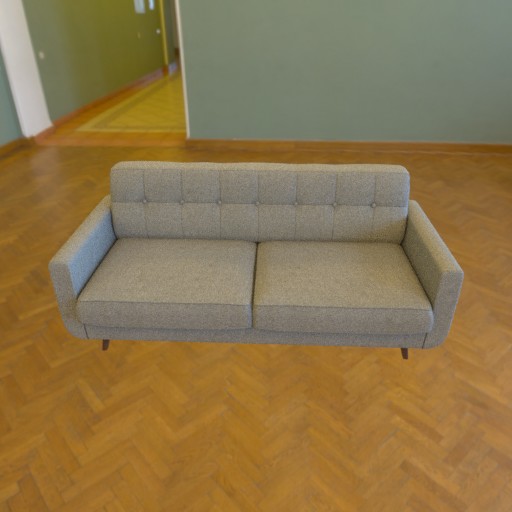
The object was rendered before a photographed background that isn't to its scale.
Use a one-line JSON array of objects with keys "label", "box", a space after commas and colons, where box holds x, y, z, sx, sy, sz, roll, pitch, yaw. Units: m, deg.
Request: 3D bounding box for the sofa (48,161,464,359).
[{"label": "sofa", "box": [0.000, 0.000, 2.611, 2.055, 0.873, 0.968, 1, 30, 2]}]
